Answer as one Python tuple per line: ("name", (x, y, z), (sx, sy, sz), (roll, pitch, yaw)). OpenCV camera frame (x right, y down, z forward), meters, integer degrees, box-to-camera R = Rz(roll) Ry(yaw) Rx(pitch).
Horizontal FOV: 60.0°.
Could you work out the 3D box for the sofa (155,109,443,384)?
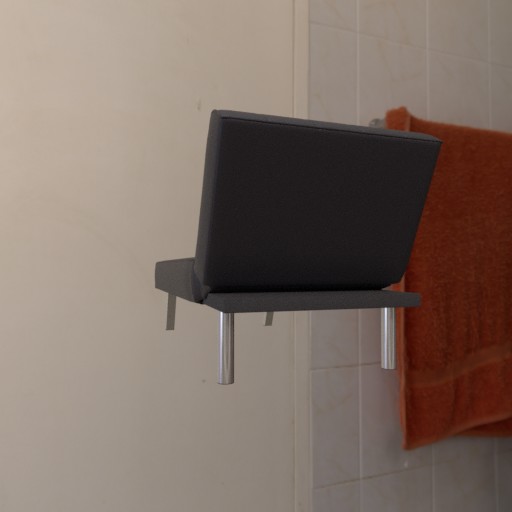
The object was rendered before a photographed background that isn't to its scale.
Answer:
("sofa", (0.000, 0.000, 2.025), (0.760, 0.820, 1.560), (1, -2, -19))
